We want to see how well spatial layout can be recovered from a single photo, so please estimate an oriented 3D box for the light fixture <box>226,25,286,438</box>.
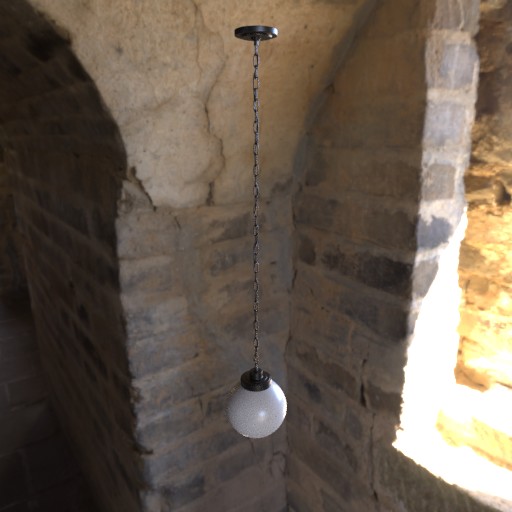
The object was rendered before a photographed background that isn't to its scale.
[{"bbox_3d":[0.000,0.000,2.018,0.304,1.867,0.305,3,16,9],"label":"light fixture"}]
